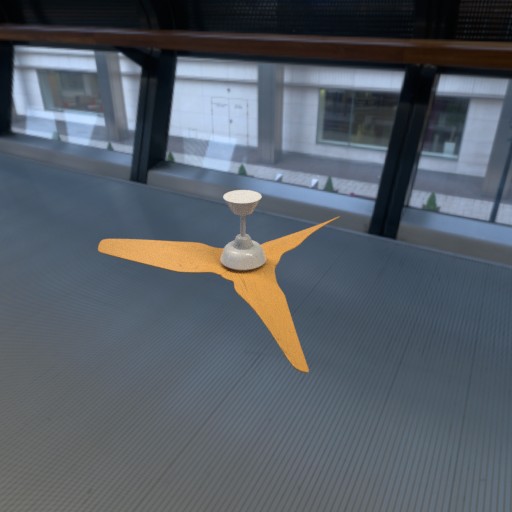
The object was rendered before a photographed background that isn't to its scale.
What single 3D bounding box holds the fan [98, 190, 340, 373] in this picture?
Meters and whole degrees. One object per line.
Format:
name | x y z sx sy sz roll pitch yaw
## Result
fan | 0.000 0.000 1.616 1.142 0.355 1.010 -8 29 -15
